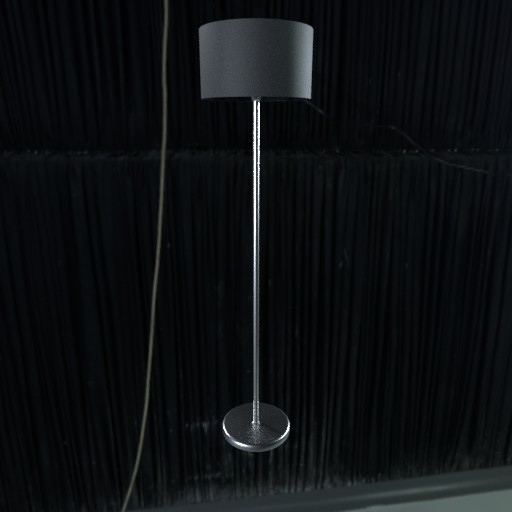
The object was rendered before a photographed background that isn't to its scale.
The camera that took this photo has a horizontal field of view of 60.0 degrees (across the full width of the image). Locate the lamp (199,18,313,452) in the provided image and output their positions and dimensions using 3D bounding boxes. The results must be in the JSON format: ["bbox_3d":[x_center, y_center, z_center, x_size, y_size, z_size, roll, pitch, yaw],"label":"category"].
[{"bbox_3d":[0.000,0.000,1.569,0.348,1.443,0.348,-3,17,-11],"label":"lamp"}]
